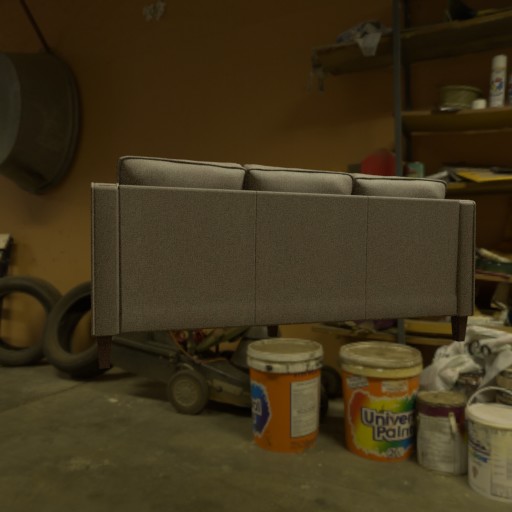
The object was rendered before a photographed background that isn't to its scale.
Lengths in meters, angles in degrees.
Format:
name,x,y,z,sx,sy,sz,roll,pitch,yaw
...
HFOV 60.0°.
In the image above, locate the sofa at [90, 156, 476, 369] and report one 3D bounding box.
name,x,y,z,sx,sy,sz,roll,pitch,yaw
sofa,0.000,0.000,3.319,2.317,1.081,1.858,0,0,-18
